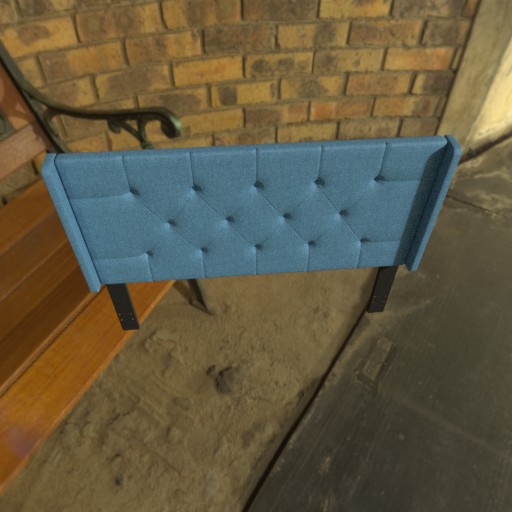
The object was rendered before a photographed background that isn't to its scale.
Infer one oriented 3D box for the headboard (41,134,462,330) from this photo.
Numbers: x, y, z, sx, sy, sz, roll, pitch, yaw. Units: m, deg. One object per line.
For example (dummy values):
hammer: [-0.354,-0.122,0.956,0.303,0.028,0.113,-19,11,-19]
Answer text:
headboard: [0.000,0.000,2.742,2.051,1.524,0.184,-4,46,-3]
